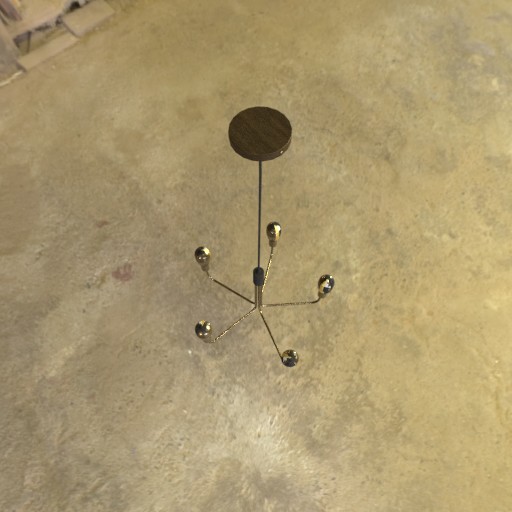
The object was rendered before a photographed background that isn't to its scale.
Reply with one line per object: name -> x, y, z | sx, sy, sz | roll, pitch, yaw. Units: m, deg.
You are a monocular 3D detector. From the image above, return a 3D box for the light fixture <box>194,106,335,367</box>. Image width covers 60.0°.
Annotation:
light fixture -> 0.000, 0.000, 1.389 | 0.532, 1.059, 0.588 | -37, 69, -17
